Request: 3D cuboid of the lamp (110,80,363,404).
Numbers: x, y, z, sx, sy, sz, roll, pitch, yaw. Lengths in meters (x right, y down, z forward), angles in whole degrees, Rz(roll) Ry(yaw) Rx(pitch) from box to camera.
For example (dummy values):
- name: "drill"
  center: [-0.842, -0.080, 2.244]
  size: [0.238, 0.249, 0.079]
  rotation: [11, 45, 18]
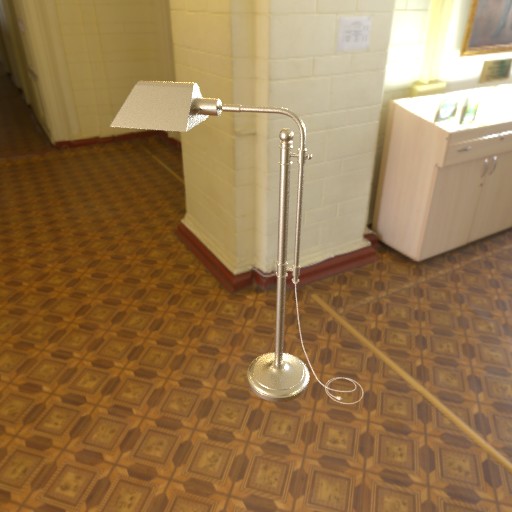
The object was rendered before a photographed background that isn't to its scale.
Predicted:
- name: "lamp"
  center: [0.000, 0.000, 0.975]
  size: [0.546, 0.708, 0.159]
  rotation: [8, 31, 13]
